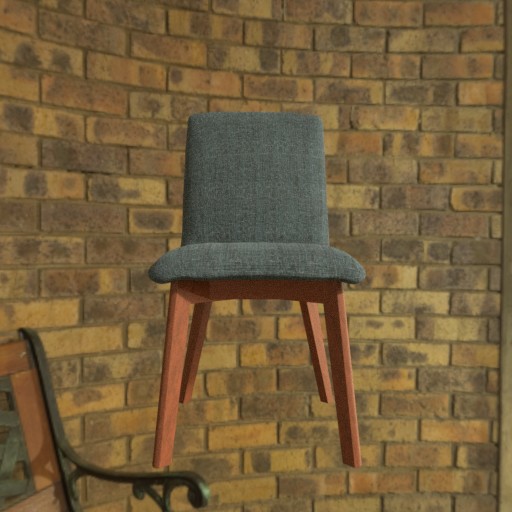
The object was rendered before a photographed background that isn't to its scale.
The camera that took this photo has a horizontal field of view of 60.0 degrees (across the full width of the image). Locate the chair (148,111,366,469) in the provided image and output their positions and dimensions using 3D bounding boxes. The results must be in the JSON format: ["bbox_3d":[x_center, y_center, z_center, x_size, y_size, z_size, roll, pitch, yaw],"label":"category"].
[{"bbox_3d":[0.000,0.000,1.284,0.522,0.974,0.563,0,1,0],"label":"chair"}]
